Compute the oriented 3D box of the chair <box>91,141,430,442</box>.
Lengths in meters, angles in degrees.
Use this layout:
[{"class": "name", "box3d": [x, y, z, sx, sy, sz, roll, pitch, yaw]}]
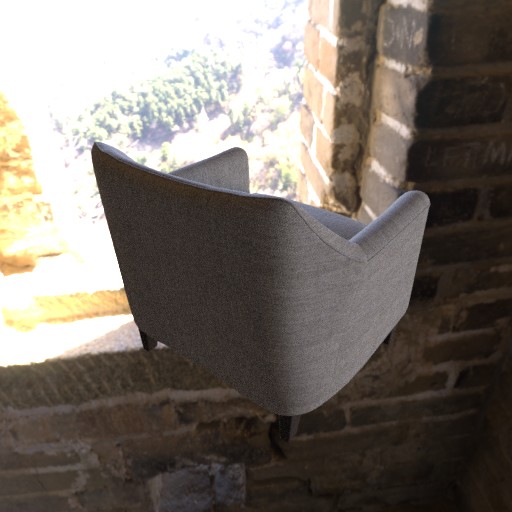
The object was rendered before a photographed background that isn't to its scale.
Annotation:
[{"class": "chair", "box3d": [0.000, 0.000, 1.390, 0.796, 0.761, 0.758, 22, 37, 32]}]
